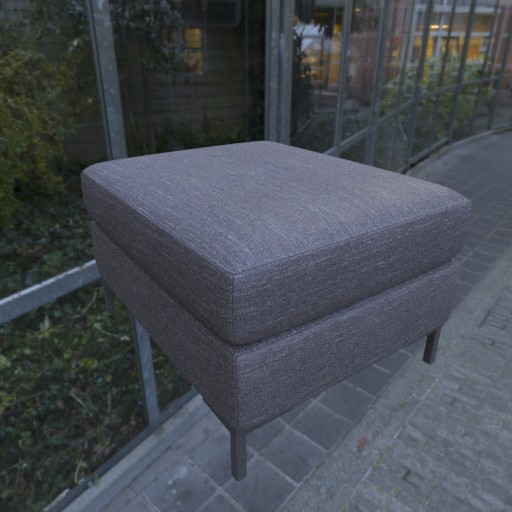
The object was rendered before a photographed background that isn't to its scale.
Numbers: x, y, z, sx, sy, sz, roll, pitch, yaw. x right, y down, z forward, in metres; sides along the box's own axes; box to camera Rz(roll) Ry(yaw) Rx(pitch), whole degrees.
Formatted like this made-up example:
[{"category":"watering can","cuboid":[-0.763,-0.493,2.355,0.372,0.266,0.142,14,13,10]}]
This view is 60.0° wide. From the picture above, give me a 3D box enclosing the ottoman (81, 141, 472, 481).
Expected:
[{"category":"ottoman","cuboid":[0.000,0.000,1.186,0.671,0.490,0.820,-17,30,-32]}]
